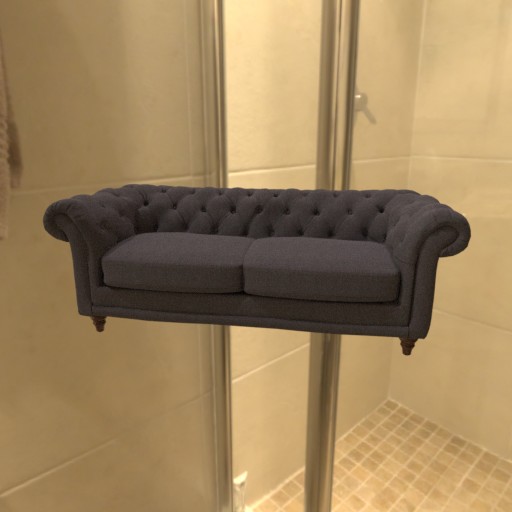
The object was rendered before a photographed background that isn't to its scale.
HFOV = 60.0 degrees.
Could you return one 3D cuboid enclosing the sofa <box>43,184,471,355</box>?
[{"bbox_3d":[0.000,0.000,2.896,2.335,0.836,1.046,3,16,9],"label":"sofa"}]
